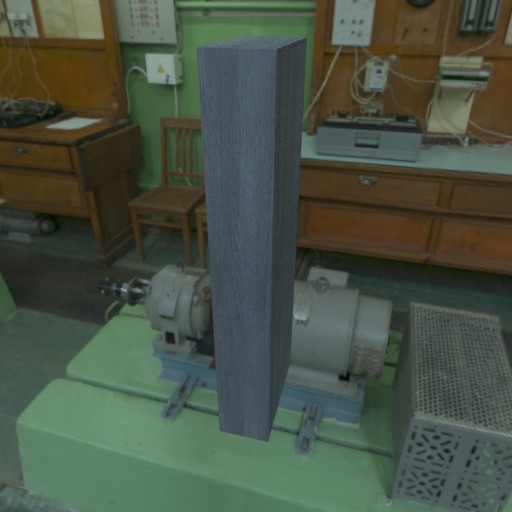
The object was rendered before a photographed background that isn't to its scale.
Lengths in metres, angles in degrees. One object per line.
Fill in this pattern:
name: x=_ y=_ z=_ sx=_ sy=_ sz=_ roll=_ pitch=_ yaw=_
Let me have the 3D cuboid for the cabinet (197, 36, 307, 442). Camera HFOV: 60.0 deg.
cabinet: x=0.000 y=0.000 z=1.865 sx=0.255 sy=1.630 sz=0.520 roll=7 pitch=30 yaw=13
